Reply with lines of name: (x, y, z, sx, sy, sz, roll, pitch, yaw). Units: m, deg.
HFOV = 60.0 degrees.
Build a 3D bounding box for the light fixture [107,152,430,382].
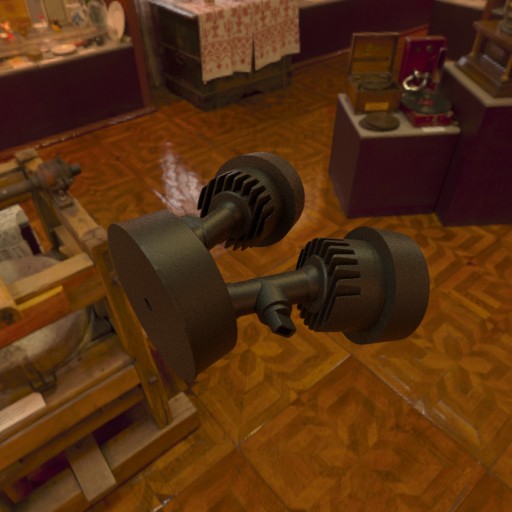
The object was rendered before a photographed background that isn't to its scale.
light fixture: (0.000, 0.000, 0.316, 0.168, 0.120, 0.213, -27, 49, -27)
